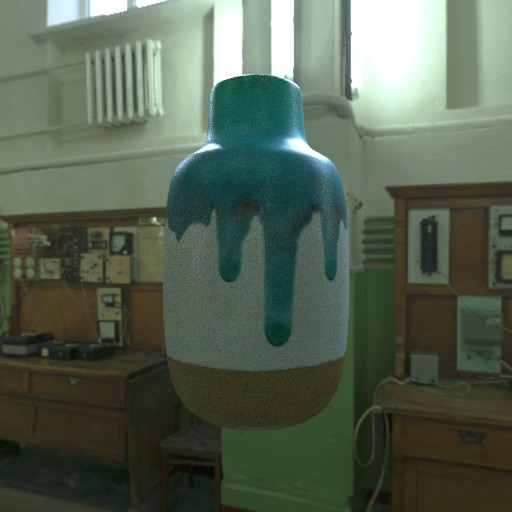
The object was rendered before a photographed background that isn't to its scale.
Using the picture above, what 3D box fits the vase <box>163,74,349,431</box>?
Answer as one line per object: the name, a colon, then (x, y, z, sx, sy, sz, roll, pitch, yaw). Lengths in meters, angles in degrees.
vase: (0.000, 0.000, 0.258, 0.106, 0.192, 0.106, 0, -1, 0)
